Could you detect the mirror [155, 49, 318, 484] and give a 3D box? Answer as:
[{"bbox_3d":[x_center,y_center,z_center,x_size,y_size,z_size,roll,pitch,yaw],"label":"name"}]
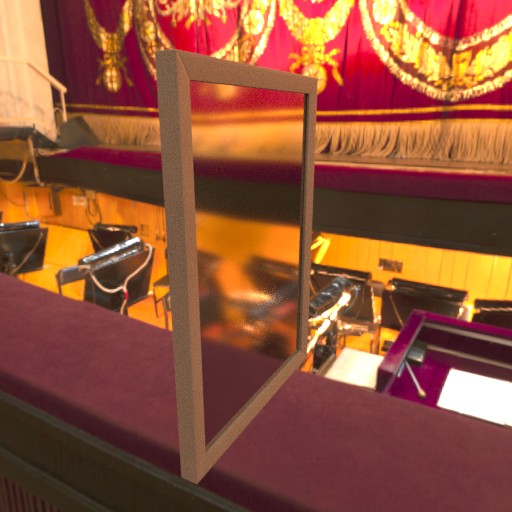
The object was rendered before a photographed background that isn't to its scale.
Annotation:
[{"bbox_3d":[0.000,0.000,0.905,0.040,0.710,0.507,9,20,28],"label":"mirror"}]
